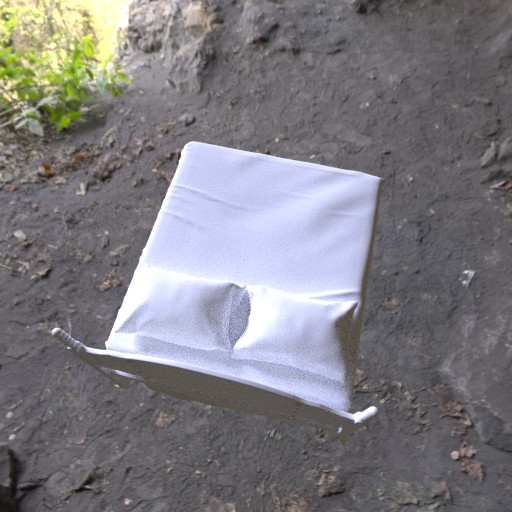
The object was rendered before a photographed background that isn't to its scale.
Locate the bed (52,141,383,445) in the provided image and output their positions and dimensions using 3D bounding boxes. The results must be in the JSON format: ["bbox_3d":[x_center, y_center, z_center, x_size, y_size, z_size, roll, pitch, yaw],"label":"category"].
[{"bbox_3d":[0.000,0.000,3.168,1.873,1.356,2.040,12,64,6],"label":"bed"}]
